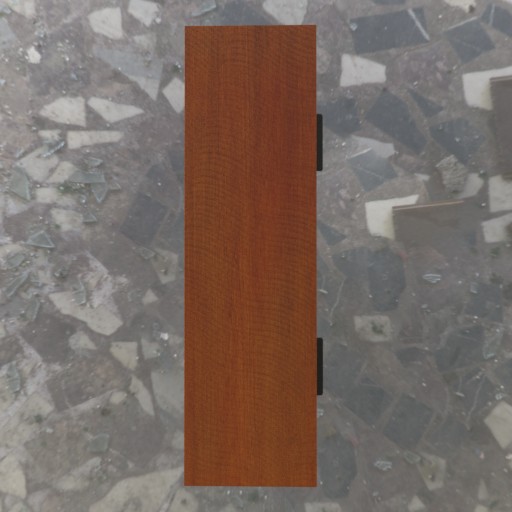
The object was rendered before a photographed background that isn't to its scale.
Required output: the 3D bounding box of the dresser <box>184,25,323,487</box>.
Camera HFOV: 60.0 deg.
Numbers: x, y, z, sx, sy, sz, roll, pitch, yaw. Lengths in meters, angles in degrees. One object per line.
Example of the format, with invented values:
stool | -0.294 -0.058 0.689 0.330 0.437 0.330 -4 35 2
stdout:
dresser | 0.000 0.000 1.878 0.464 0.810 1.536 0 90 1
